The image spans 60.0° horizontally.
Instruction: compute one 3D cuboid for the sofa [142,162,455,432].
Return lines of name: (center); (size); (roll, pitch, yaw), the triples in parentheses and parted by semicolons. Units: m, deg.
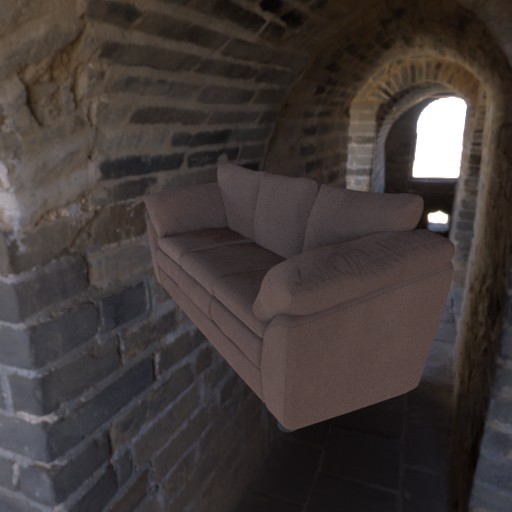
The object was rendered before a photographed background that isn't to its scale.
sofa: (0.000, 0.000, 2.799); (0.878, 1.015, 2.336); (-8, 18, -25)
